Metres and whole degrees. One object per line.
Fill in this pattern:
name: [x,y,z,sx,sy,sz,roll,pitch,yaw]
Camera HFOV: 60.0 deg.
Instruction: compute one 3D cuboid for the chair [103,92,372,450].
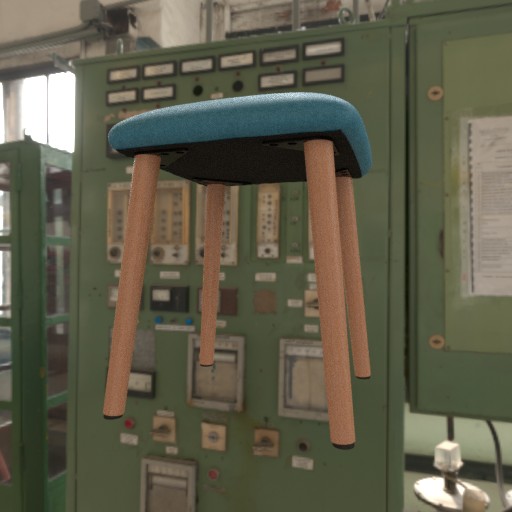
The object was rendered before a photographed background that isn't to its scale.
chair: [0.000,0.000,0.724,0.360,0.450,0.360,0,-1,18]
